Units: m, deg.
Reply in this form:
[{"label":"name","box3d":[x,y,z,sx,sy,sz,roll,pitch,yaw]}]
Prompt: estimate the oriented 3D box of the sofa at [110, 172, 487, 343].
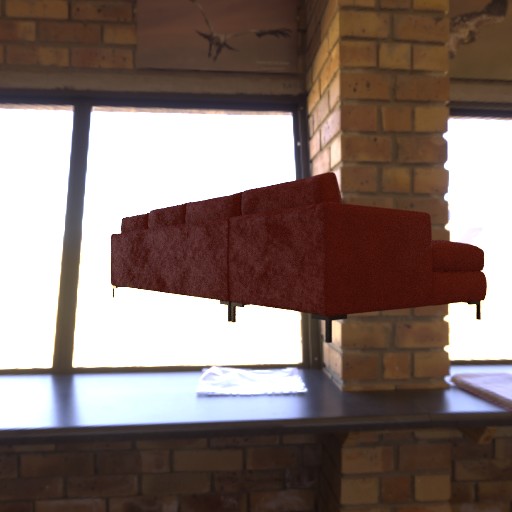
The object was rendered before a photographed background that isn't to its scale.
[{"label":"sofa","box3d":[0.000,0.000,2.904,1.136,0.663,2.467,0,-1,-36]}]
